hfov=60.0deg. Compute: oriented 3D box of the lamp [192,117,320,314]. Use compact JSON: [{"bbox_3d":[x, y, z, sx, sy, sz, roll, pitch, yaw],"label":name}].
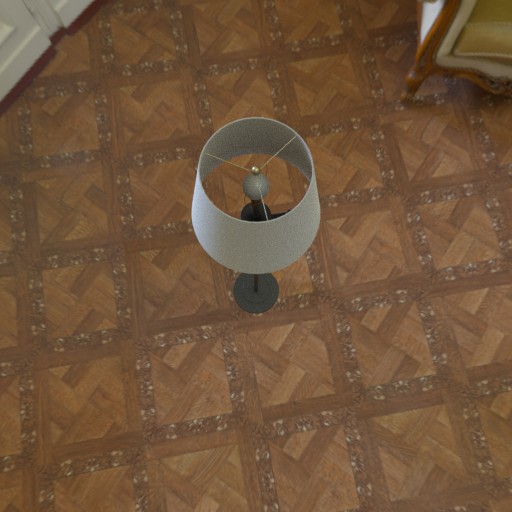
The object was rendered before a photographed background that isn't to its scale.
[{"bbox_3d":[0.000,0.000,1.659,0.348,1.473,0.348,-11,76,-3],"label":"lamp"}]
